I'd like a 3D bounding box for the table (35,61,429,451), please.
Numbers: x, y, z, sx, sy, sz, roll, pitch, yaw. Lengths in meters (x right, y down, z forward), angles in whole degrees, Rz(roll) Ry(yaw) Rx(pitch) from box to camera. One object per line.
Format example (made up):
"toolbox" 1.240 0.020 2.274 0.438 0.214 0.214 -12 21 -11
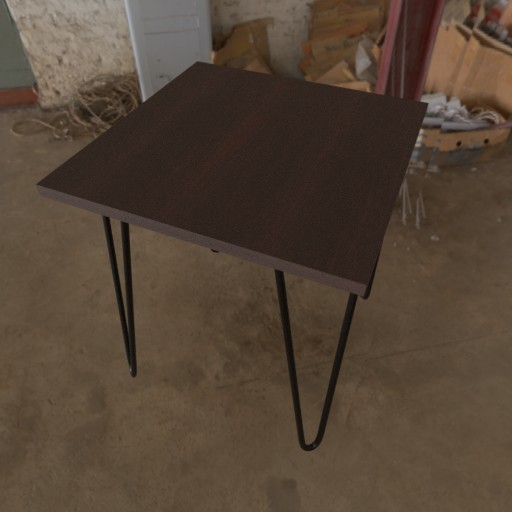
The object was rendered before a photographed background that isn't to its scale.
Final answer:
"table" 0.000 0.000 0.942 0.495 0.559 0.495 17 48 16
